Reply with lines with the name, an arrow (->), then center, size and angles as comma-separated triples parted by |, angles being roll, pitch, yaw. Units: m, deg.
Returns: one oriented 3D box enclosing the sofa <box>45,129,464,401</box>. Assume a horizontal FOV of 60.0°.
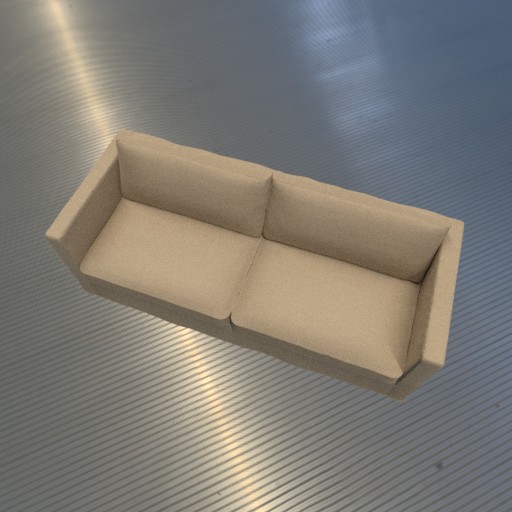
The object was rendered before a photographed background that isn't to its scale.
sofa -> 0.000, 0.000, 2.817 | 2.312, 0.853, 0.962 | 17, 61, 10
